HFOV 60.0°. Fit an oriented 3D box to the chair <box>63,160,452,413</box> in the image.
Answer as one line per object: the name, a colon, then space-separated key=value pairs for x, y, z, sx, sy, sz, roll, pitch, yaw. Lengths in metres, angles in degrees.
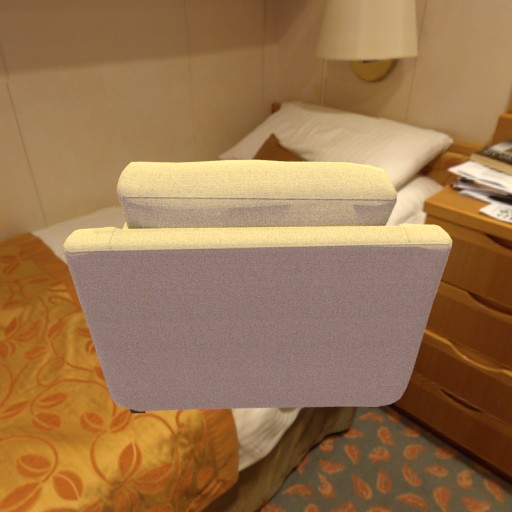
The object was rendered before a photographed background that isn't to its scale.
chair: x=0.000 y=0.000 z=1.905 sx=1.178 sy=1.016 sz=1.009 roll=-1 pitch=31 yaw=-1
